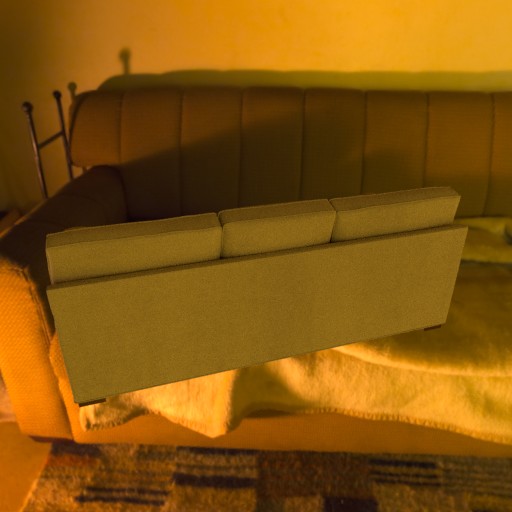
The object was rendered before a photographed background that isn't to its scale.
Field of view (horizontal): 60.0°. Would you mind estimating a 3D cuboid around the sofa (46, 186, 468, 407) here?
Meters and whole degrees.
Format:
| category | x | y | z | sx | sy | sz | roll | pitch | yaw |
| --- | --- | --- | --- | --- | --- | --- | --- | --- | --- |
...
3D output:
| category | x | y | z | sx | sy | sz | roll | pitch | yaw |
| --- | --- | --- | --- | --- | --- | --- | --- | --- | --- |
| sofa | 0.000 | 0.000 | 2.567 | 2.093 | 0.862 | 0.936 | -8 | 29 | -16 |
